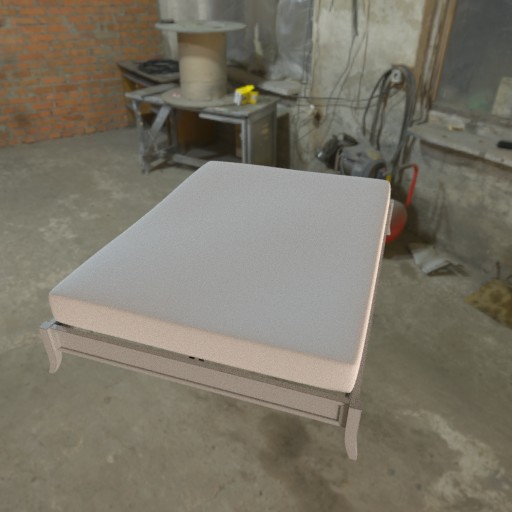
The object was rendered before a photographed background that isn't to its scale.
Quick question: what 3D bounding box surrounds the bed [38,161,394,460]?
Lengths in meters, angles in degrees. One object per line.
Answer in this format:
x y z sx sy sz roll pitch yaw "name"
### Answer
0.000 0.000 2.832 1.604 0.510 2.108 10 33 15 "bed"
